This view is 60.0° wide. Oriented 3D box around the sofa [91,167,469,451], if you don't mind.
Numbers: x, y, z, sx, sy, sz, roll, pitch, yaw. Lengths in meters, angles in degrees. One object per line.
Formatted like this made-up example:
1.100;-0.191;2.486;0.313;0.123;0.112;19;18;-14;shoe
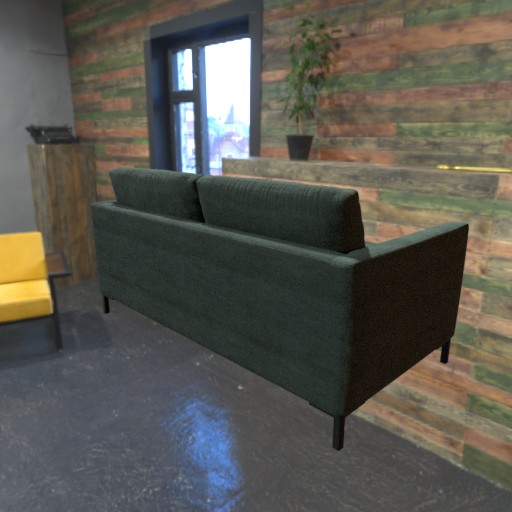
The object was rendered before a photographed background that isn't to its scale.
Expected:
0.000;0.000;2.138;0.875;0.817;1.676;-14;21;-43;sofa
